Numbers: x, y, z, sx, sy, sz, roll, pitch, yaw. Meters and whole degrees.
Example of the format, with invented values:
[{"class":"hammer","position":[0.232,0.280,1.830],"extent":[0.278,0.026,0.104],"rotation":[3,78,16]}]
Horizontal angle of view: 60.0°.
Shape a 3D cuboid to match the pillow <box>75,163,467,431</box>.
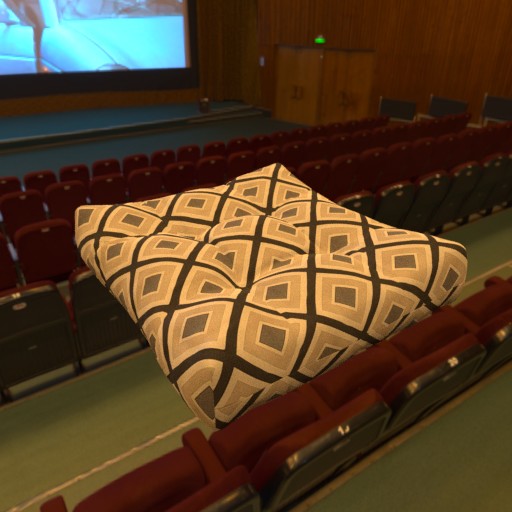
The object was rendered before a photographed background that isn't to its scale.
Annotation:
[{"class":"pillow","position":[0.000,0.000,0.732],"extent":[0.468,0.128,0.490],"rotation":[-19,35,-30]}]
